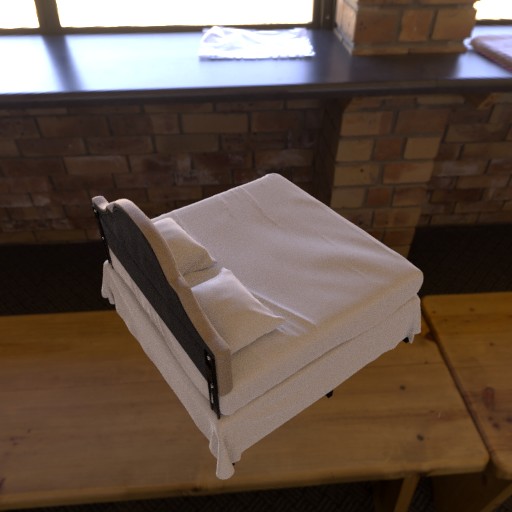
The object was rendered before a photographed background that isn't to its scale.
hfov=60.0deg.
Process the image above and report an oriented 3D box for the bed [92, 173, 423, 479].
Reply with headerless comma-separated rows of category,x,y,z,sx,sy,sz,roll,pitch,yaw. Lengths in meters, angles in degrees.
bed,0.000,0.000,3.743,2.222,1.631,2.303,-25,47,-26
